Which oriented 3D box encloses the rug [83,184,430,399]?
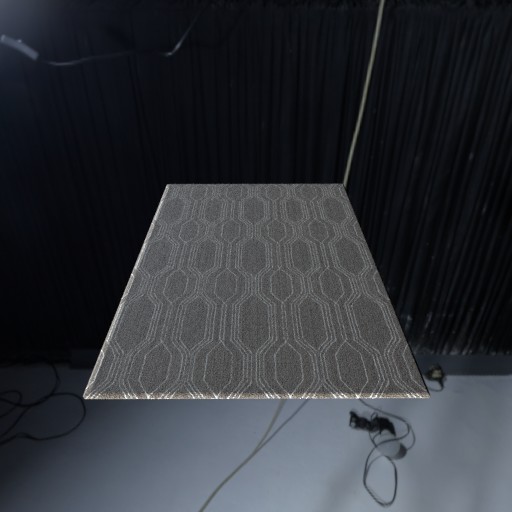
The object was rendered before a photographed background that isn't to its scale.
[{"bbox_3d":[0.000,0.000,2.340,1.239,0.012,1.836,0,33,0],"label":"rug"}]
